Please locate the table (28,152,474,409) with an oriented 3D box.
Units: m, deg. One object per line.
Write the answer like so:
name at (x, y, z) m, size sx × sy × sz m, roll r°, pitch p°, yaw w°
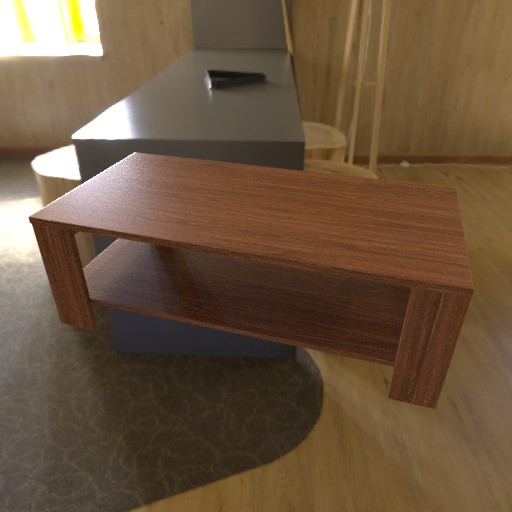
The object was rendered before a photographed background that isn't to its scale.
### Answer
table at (0.000, 0.000, 1.484) m, size 1.200 × 0.400 × 0.600 m, roll 9°, pitch 33°, yaw 15°
